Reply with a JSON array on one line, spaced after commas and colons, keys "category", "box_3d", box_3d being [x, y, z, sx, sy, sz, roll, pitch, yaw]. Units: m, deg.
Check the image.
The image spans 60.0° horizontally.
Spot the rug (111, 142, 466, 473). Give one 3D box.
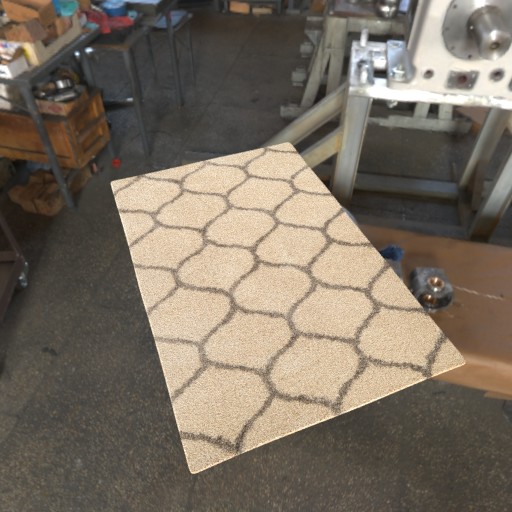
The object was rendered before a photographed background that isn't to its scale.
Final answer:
[{"category": "rug", "box_3d": [0.000, 0.000, 3.424, 1.801, 0.026, 2.701, -16, 49, -15]}]
